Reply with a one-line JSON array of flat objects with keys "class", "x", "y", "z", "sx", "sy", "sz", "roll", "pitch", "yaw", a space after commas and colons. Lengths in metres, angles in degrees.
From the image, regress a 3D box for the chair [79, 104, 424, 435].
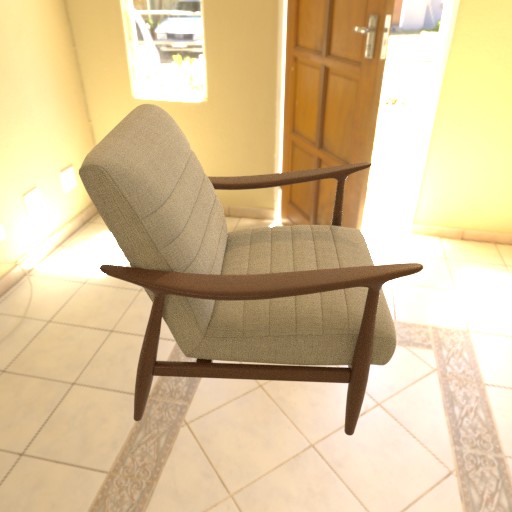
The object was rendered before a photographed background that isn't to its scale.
[{"class": "chair", "x": 0.000, "y": 0.000, "z": 1.409, "sx": 0.798, "sy": 0.832, "sz": 0.741, "roll": 1, "pitch": 32, "yaw": 2}]
